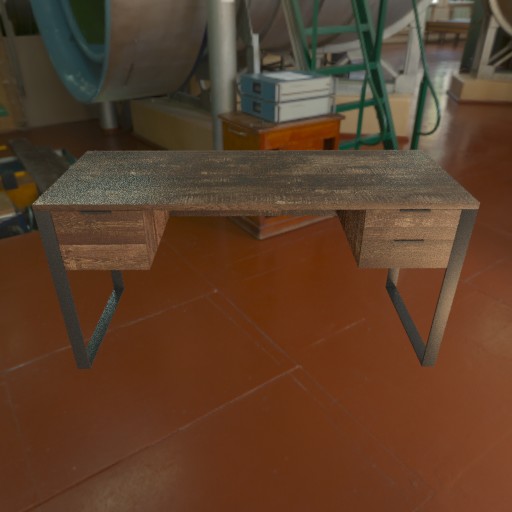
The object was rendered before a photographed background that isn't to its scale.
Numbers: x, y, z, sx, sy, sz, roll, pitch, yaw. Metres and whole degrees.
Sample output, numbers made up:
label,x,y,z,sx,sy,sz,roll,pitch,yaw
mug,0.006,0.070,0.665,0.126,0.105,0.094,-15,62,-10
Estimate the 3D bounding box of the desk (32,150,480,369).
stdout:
label,x,y,z,sx,sy,sz,roll,pitch,yaw
desk,0.000,0.000,1.954,1.524,0.762,0.599,0,31,-1
